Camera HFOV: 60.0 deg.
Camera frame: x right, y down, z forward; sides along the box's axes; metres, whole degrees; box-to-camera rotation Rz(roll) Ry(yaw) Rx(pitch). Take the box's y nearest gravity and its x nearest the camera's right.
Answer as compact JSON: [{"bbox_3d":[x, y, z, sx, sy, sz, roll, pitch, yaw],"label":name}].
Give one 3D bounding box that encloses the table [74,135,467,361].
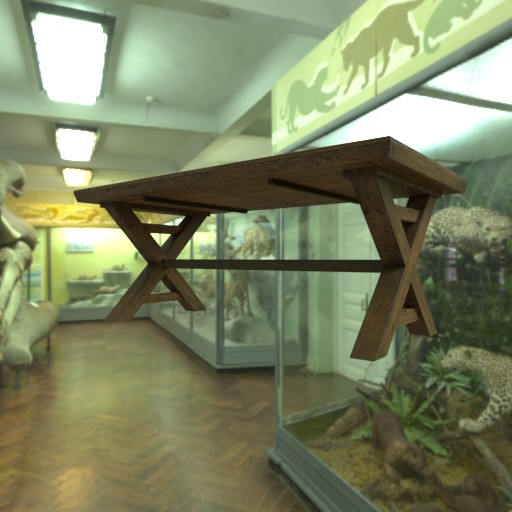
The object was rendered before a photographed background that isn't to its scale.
[{"bbox_3d":[0.000,0.000,2.498,1.966,0.793,1.071,0,0,38],"label":"table"}]
